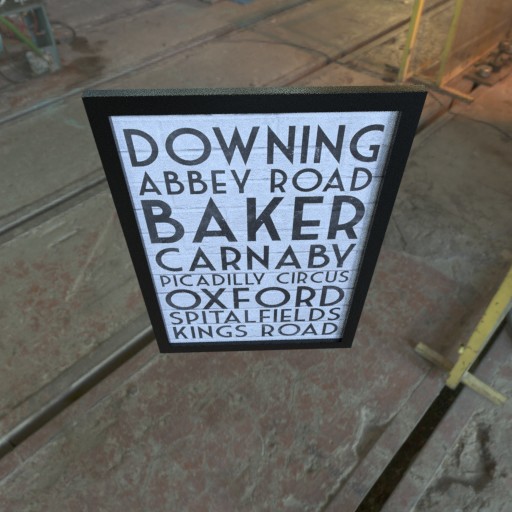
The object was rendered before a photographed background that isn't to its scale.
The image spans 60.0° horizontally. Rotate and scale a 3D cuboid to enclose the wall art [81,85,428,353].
[{"bbox_3d":[0.000,0.000,0.837,0.462,0.656,0.019,-1,47,-1],"label":"wall art"}]
